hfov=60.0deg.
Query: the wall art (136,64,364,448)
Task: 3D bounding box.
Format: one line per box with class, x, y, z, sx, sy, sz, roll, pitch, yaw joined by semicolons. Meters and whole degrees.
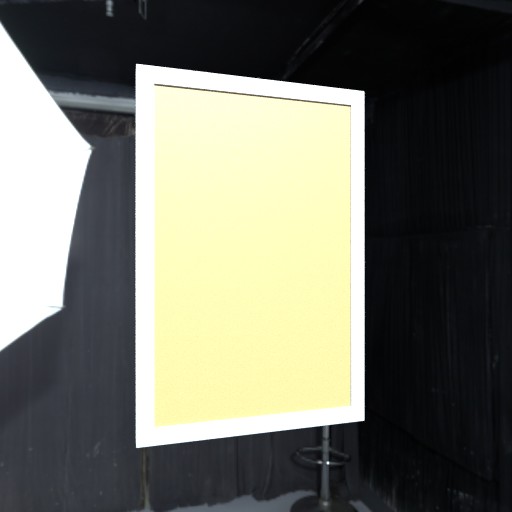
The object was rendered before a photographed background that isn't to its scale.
wall art;0.000;0.000;0.781;0.408;0.611;0.038;0;0;-17
